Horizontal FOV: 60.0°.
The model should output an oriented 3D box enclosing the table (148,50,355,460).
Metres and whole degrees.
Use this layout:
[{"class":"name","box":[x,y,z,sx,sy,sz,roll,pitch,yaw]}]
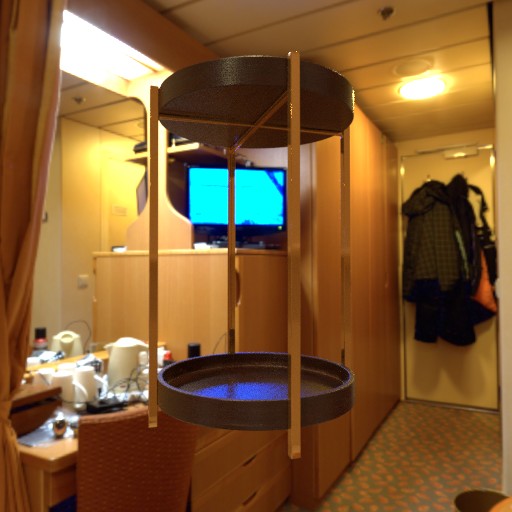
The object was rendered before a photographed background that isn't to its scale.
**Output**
[{"class":"table","box":[0.000,0.000,0.852,0.400,0.610,0.400,0,-1,-17]}]
